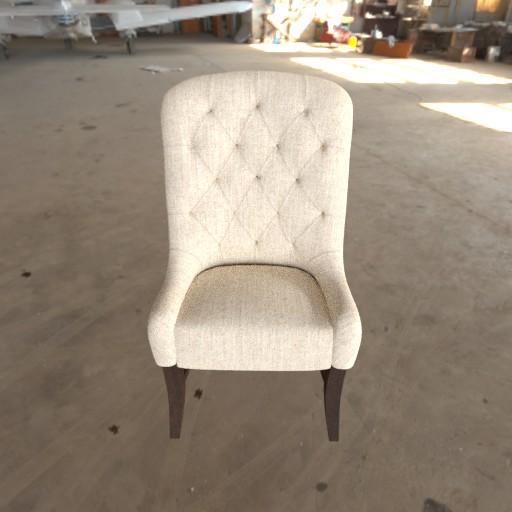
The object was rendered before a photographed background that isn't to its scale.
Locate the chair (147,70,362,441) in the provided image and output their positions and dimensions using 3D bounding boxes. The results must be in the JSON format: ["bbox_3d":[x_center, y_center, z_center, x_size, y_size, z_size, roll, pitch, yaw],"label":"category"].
[{"bbox_3d":[0.000,0.000,1.499,0.634,1.091,0.629,1,31,1],"label":"chair"}]
